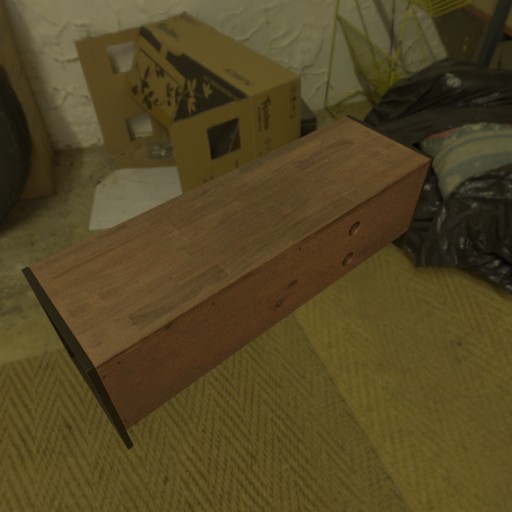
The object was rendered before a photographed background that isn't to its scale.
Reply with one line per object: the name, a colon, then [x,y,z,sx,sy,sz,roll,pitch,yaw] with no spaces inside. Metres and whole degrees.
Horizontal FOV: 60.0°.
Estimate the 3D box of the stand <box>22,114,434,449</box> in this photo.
stand: [0.000,0.000,1.734,1.480,0.506,0.454,-31,53,-27]
